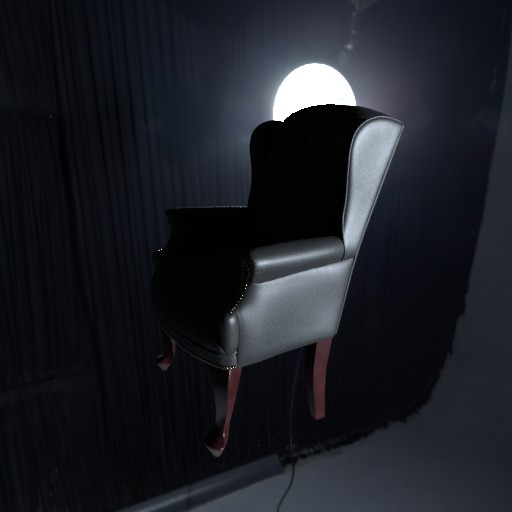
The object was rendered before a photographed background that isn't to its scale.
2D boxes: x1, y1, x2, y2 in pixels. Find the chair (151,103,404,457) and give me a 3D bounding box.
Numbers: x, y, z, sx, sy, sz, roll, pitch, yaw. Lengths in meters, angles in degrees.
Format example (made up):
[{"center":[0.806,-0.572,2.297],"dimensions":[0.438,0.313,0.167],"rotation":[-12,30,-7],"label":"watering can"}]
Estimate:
[{"center":[0.000,0.000,1.685],"dimensions":[0.762,1.111,0.838],"rotation":[-8,18,-26],"label":"chair"}]
